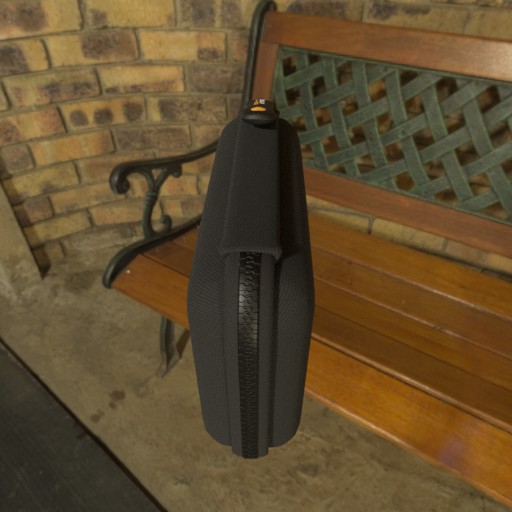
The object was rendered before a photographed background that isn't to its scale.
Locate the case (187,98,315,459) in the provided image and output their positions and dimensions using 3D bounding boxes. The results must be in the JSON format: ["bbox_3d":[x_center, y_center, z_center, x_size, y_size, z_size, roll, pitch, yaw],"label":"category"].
[{"bbox_3d":[0.000,0.000,0.181,0.038,0.105,0.132,1,41,1],"label":"case"}]
